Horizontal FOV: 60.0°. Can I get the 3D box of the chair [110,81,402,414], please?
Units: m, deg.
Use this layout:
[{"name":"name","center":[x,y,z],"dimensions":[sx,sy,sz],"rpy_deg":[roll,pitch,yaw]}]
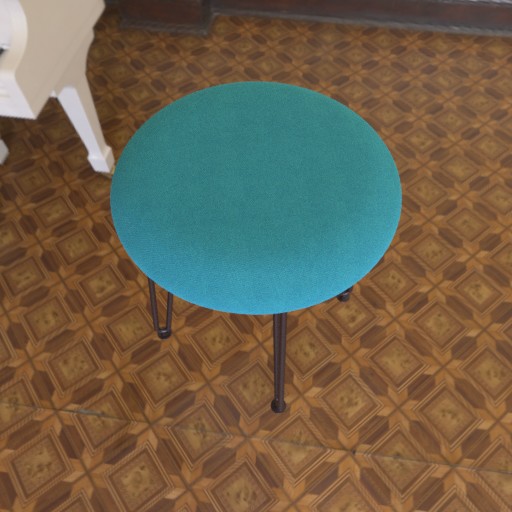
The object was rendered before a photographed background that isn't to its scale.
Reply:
[{"name":"chair","center":[0.000,0.000,0.687],"dimensions":[0.350,0.430,0.350],"rpy_deg":[18,59,11]}]
